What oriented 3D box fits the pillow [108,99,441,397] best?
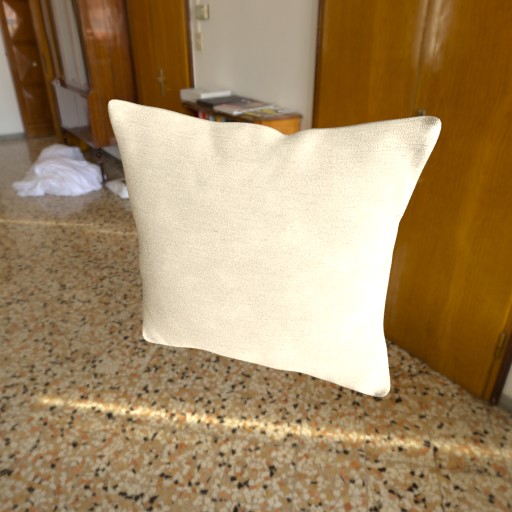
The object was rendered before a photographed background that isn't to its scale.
[{"bbox_3d":[0.000,0.000,0.649,0.437,0.420,0.162,9,29,17],"label":"pillow"}]
